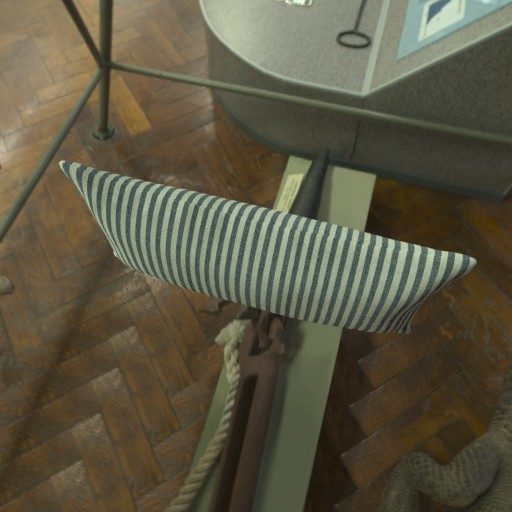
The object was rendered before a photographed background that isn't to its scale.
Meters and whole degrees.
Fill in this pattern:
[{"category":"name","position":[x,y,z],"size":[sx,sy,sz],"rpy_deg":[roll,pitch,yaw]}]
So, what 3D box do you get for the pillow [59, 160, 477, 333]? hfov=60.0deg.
[{"category":"pillow","position":[0.000,0.000,0.757],"size":[0.617,0.295,0.151],"rpy_deg":[14,63,7]}]
